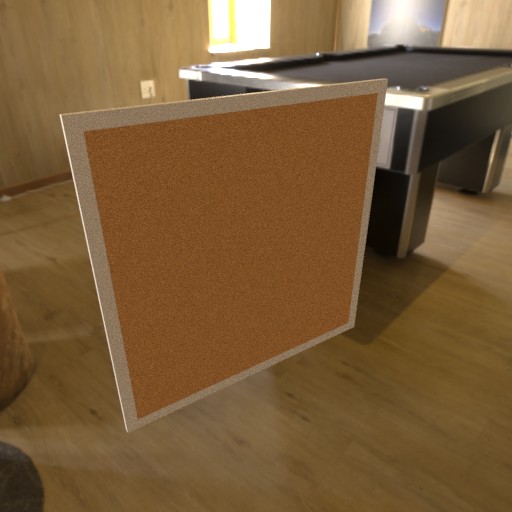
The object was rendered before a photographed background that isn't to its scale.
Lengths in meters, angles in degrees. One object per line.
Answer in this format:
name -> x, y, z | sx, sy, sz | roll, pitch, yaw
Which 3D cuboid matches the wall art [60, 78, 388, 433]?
wall art -> 0.000, 0.000, 0.800 | 0.558, 0.559, 0.009 | -18, 34, -28
